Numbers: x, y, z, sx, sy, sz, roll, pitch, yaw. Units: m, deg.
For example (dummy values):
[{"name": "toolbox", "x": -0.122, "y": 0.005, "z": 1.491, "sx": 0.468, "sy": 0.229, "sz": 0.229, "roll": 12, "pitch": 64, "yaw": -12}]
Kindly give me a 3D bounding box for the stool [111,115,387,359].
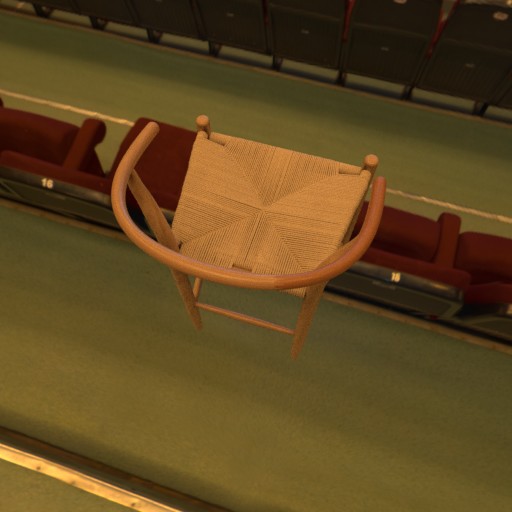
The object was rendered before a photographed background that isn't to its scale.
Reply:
[{"name": "stool", "x": 0.000, "y": 0.000, "z": 1.271, "sx": 0.536, "sy": 0.923, "sz": 0.575, "roll": 15, "pitch": 64, "yaw": 8}]
